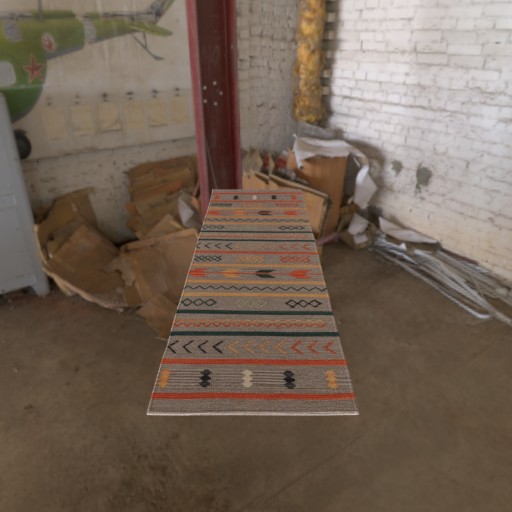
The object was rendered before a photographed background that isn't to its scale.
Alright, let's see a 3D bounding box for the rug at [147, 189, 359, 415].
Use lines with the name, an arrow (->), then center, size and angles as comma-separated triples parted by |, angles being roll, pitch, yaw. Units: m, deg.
rug -> 0.000, 0.000, 2.610 | 0.744, 0.022, 2.419 | 0, 27, 0
